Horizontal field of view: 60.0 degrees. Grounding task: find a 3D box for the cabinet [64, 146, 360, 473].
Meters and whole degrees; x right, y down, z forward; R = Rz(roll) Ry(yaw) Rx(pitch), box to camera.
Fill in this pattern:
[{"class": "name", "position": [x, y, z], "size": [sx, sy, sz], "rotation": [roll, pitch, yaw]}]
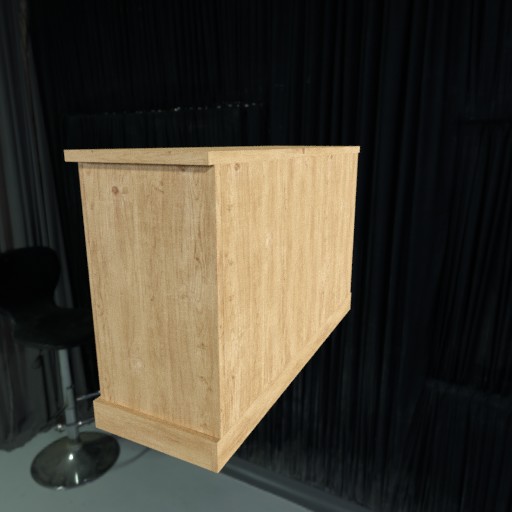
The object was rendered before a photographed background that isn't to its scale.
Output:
[{"class": "cabinet", "position": [0.000, 0.000, 1.706], "size": [0.432, 0.810, 1.321], "rotation": [7, 16, 26]}]
